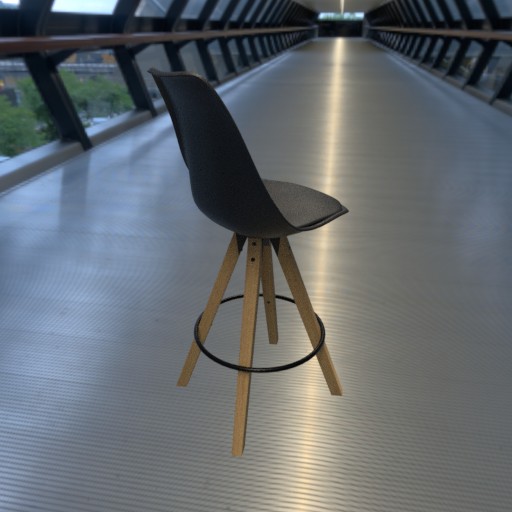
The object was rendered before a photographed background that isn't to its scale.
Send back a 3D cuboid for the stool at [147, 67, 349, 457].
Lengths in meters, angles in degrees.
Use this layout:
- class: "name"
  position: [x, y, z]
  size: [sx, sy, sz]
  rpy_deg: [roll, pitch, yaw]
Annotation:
- class: "stool"
  position: [0.000, 0.000, 1.411]
  size: [0.550, 1.115, 0.485]
  rpy_deg: [-18, 31, -32]
